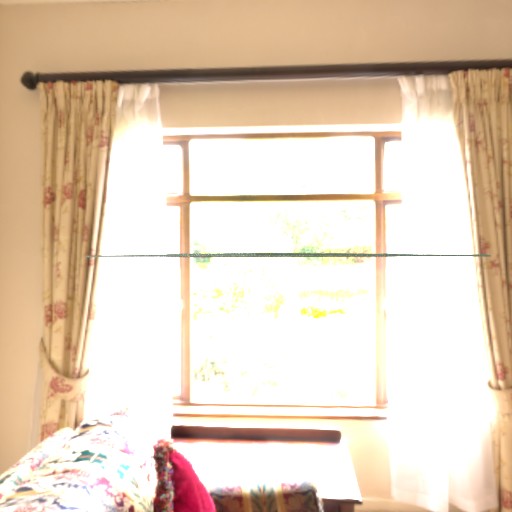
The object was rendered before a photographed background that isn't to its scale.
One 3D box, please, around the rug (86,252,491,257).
[{"bbox_3d":[0.000,0.000,2.846,1.554,0.012,2.205,0,0,-35],"label":"rug"}]
